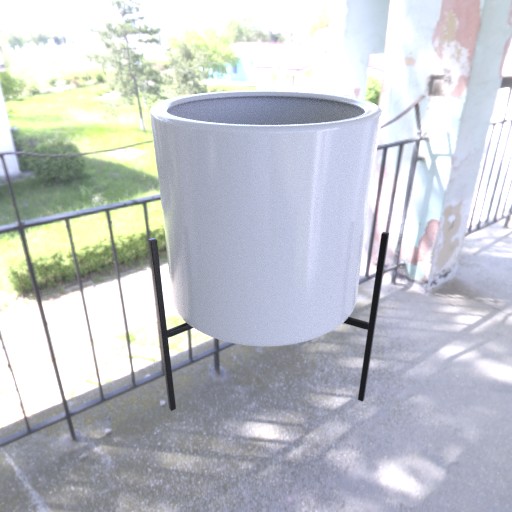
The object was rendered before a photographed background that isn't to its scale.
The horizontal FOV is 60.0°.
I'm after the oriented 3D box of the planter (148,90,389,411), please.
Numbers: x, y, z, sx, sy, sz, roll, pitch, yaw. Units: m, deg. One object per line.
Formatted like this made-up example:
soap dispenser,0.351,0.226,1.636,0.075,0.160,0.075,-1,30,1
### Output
planter,0.000,0.000,0.738,0.361,0.480,0.360,-18,33,-32
